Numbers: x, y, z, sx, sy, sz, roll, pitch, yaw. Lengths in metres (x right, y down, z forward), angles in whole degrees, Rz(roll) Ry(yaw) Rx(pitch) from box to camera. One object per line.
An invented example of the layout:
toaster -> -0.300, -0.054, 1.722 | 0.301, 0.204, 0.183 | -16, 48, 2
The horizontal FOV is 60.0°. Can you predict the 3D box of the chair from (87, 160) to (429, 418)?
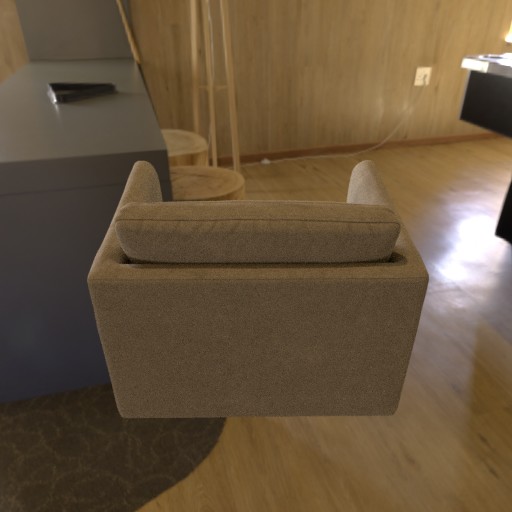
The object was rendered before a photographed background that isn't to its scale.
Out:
chair -> 0.000, 0.000, 1.898 | 1.190, 0.845, 1.091 | 0, 31, -1
